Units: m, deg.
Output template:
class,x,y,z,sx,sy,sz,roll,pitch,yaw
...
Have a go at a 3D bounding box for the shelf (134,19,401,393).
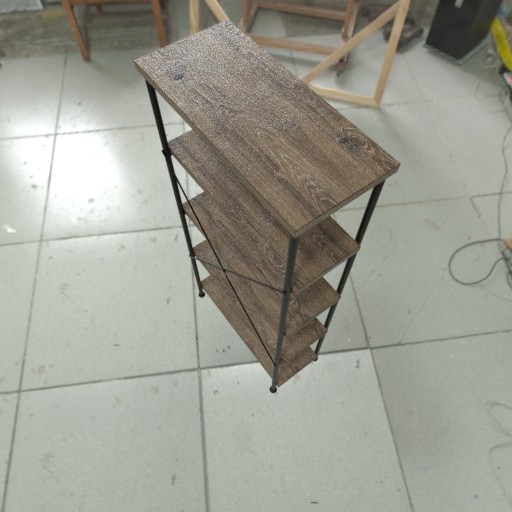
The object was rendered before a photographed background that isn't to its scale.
class,x,y,z,sx,sy,sz,roll,pitch,yaw
shelf,0.000,0.000,2.013,0.360,1.700,0.800,-33,65,-18
